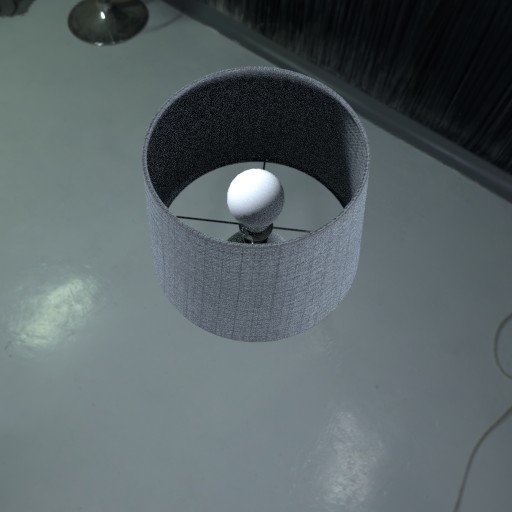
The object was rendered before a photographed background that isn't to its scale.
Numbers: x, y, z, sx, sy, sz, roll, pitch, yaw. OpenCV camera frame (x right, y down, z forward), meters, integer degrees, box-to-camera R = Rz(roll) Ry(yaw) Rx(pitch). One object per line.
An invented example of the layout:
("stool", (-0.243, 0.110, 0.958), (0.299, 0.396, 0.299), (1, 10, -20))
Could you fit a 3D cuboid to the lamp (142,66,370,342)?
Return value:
("lamp", (0.000, 0.000, 0.578), (0.251, 0.429, 0.251), (0, 64, 0))
